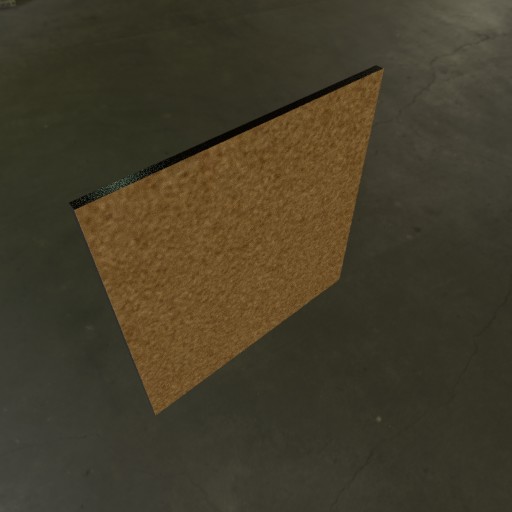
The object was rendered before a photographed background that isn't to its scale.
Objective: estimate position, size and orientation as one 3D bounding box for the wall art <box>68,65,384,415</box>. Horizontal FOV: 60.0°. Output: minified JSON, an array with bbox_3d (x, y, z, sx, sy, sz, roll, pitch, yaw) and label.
[{"bbox_3d":[0.000,0.000,0.667,0.446,0.445,0.014,-32,55,-26],"label":"wall art"}]
